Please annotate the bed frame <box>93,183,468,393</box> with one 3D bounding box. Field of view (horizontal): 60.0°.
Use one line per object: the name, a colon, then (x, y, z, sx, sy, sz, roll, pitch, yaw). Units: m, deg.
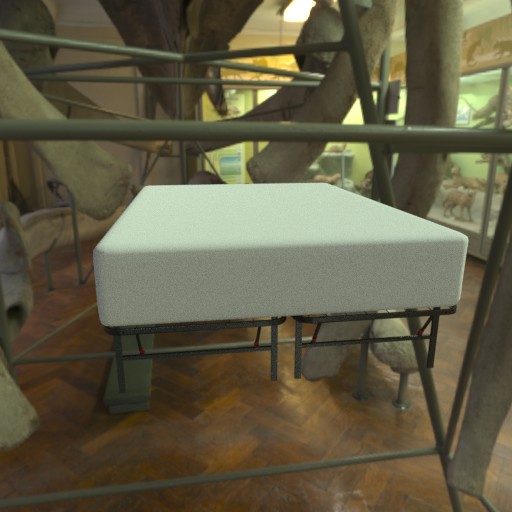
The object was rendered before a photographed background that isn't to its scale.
bed frame: (0.000, 0.000, 2.764, 1.528, 0.677, 2.037, -2, 16, -8)
